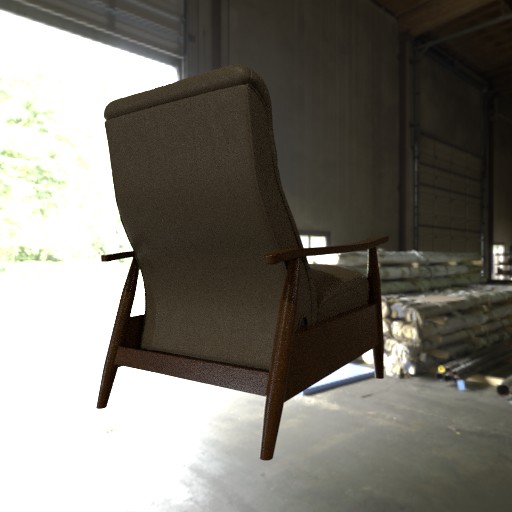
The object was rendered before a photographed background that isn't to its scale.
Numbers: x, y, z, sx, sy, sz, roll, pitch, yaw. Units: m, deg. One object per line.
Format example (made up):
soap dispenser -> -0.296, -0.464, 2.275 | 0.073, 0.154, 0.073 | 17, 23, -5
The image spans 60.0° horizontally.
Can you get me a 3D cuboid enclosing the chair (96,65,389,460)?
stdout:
chair -> 0.000, 0.000, 1.779 | 0.762, 1.082, 1.014 | 0, 0, 34
